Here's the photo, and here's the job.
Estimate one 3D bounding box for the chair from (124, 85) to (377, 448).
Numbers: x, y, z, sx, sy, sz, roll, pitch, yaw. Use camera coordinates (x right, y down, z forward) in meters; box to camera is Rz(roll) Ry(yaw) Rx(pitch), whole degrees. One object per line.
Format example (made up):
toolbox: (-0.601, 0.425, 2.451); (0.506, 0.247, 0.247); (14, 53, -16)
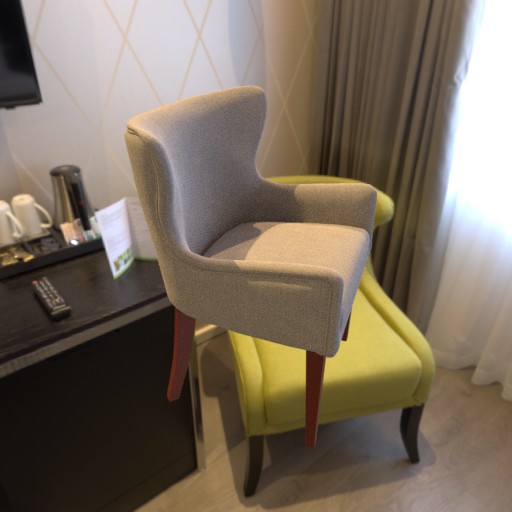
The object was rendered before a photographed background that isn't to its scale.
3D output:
chair: (0.000, 0.000, 1.456); (0.677, 0.948, 0.732); (11, 31, 18)
